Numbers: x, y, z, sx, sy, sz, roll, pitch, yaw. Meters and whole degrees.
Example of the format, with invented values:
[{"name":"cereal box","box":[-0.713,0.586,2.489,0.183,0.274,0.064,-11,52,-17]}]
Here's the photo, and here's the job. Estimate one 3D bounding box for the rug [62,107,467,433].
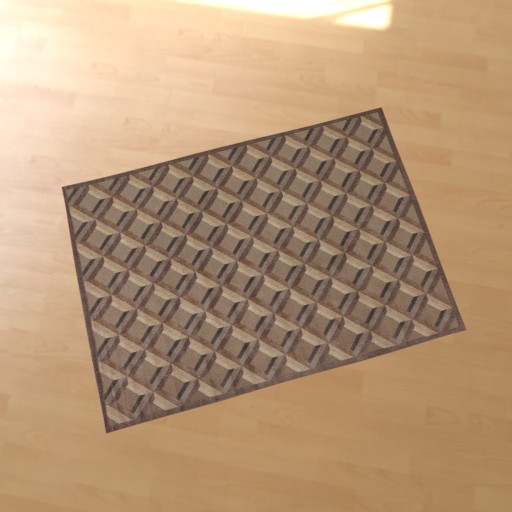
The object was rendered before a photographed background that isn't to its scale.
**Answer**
[{"name":"rug","box":[0.000,0.000,2.839,2.260,0.013,1.600,-15,77,-4]}]
